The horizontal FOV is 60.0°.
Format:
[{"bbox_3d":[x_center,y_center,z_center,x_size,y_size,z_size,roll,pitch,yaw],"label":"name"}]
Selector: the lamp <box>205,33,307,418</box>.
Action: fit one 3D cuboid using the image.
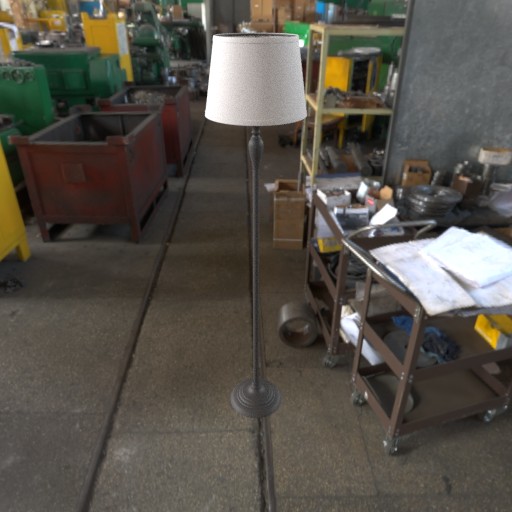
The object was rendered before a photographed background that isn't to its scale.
[{"bbox_3d":[0.000,0.000,1.686,0.327,1.506,0.327,-19,35,-30],"label":"lamp"}]
